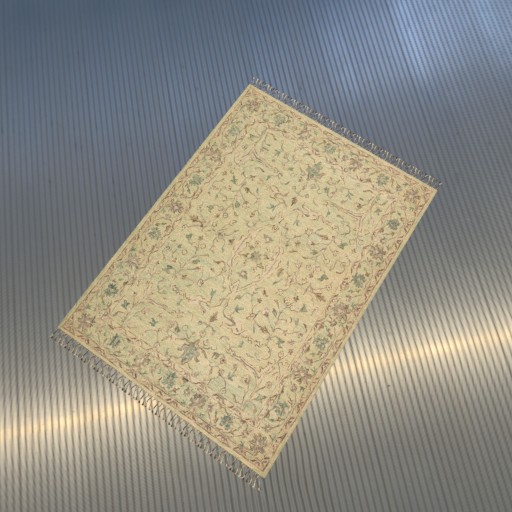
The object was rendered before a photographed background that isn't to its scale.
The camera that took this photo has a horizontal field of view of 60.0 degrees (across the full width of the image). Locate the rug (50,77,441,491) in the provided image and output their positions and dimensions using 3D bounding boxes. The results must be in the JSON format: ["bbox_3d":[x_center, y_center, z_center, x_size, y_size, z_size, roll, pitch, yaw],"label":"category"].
[{"bbox_3d":[0.000,0.000,2.277,1.247,0.008,1.802,33,76,9],"label":"rug"}]
